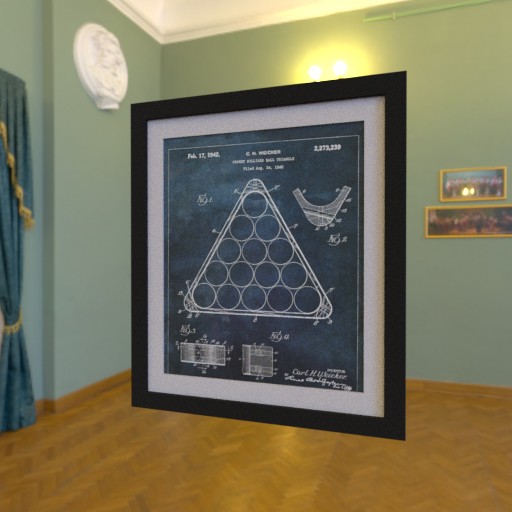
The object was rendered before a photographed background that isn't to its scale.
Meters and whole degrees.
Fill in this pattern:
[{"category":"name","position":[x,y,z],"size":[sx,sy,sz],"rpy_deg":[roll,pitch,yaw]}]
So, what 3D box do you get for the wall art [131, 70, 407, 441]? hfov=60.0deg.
[{"category":"wall art","position":[0.000,0.000,0.485],"size":[0.311,0.361,0.010],"rpy_deg":[0,1,18]}]
